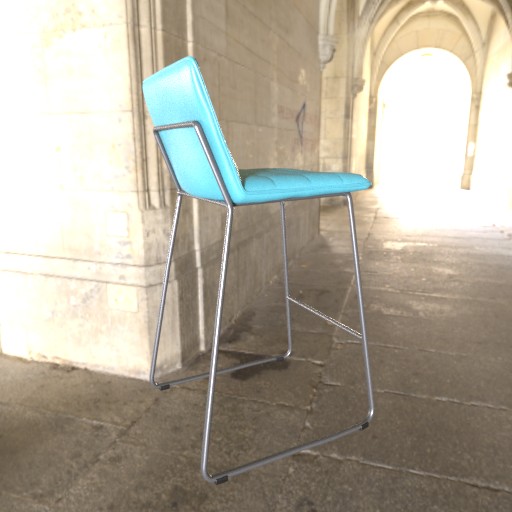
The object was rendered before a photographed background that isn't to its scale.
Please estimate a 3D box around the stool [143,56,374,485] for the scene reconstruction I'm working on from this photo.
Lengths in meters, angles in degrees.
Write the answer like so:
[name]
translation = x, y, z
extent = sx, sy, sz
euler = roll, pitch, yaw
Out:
[stool]
translation = 0.000, 0.000, 1.228
extent = 0.524, 0.936, 0.489
euler = -7, 15, -27
